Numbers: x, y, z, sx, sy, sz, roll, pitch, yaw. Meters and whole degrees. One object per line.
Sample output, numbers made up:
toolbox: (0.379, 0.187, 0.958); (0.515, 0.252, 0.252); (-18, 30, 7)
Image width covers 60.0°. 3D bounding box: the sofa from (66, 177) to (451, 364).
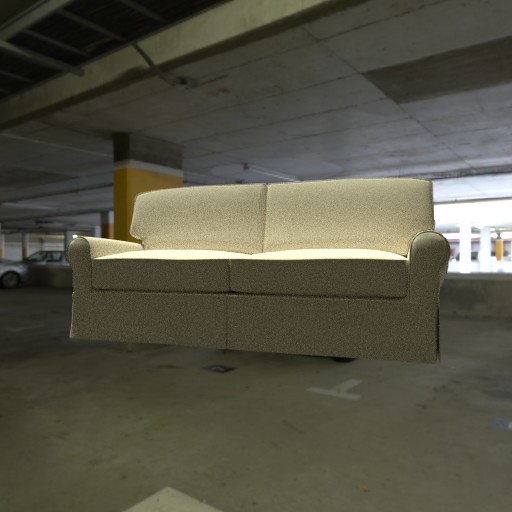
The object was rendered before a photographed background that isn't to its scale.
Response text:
sofa: (0.000, 0.000, 2.580); (2.021, 0.937, 0.862); (0, 0, 18)
